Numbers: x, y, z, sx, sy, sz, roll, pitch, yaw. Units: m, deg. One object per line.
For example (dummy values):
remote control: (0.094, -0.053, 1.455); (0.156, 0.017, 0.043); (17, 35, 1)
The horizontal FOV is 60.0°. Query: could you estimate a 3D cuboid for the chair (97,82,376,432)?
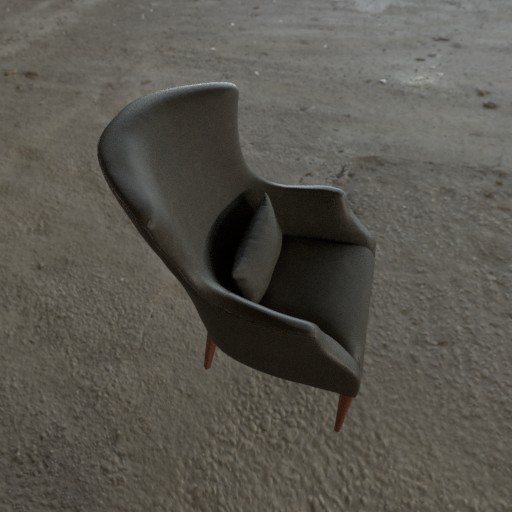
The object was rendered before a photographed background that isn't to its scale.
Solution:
chair: (0.000, 0.000, 1.738); (0.954, 1.068, 0.819); (11, 48, 10)
